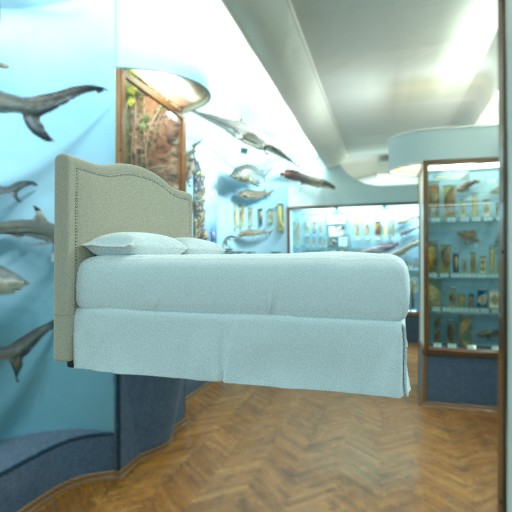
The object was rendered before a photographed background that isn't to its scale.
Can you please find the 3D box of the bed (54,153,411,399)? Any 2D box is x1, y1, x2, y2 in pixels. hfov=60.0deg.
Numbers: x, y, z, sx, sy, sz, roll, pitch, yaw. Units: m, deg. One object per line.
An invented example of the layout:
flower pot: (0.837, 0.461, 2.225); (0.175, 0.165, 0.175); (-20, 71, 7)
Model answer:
bed: (0.000, 0.000, 3.292); (2.143, 1.460, 1.753); (0, -1, 18)
